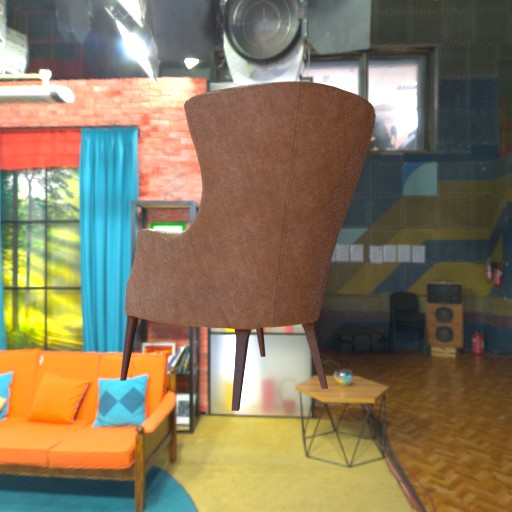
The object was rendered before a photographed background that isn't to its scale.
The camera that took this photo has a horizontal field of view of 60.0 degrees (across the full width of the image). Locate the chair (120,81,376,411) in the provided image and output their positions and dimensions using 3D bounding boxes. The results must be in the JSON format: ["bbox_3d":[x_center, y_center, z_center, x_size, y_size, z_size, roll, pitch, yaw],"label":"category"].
[{"bbox_3d":[0.000,0.000,1.795,0.846,1.067,0.955,0,-1,-37],"label":"chair"}]
